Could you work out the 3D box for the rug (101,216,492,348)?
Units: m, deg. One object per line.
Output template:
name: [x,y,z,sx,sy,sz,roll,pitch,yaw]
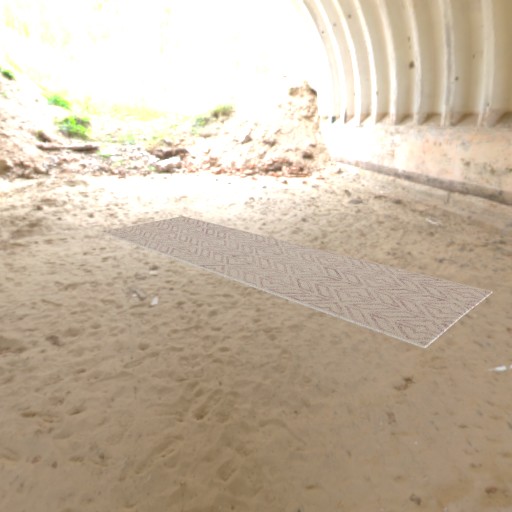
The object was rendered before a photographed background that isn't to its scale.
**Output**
rug: [0.000,0.000,2.676,2.435,0.009,0.750,16,24,42]
